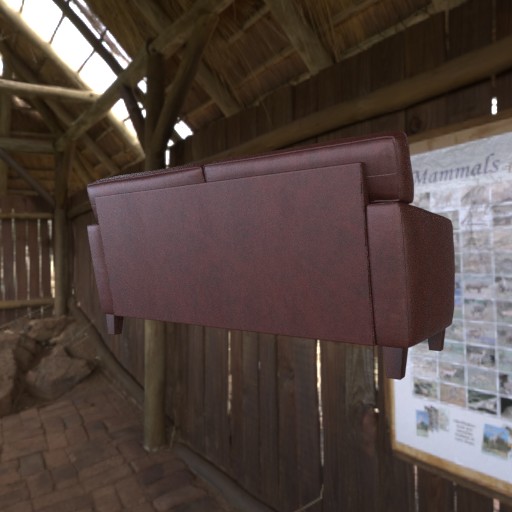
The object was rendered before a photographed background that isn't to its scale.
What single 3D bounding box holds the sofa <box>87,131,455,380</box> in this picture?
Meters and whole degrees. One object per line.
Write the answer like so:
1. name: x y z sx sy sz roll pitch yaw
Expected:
1. sofa: 0.000 0.000 2.382 1.876 0.928 0.912 0 0 35
